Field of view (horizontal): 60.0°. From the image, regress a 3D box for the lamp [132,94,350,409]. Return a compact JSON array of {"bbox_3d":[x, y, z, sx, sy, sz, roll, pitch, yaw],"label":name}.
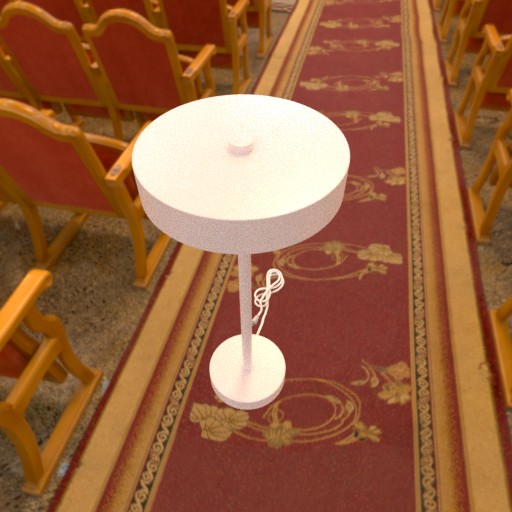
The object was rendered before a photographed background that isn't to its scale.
[{"bbox_3d":[0.000,0.000,0.696,0.229,0.508,0.369,9,48,9],"label":"lamp"}]
